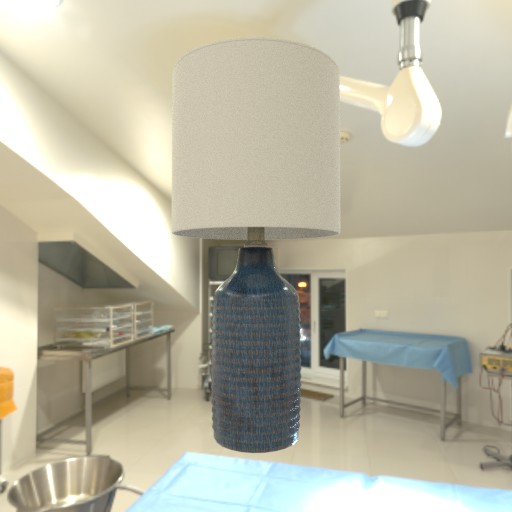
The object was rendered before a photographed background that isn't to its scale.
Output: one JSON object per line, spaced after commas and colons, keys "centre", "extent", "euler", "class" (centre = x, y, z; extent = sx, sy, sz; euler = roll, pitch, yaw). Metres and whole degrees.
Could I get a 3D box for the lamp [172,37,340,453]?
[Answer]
{"centre": [0.000, 0.000, 0.589], "extent": [0.220, 0.475, 0.220], "euler": [-1, -2, 18], "class": "lamp"}
